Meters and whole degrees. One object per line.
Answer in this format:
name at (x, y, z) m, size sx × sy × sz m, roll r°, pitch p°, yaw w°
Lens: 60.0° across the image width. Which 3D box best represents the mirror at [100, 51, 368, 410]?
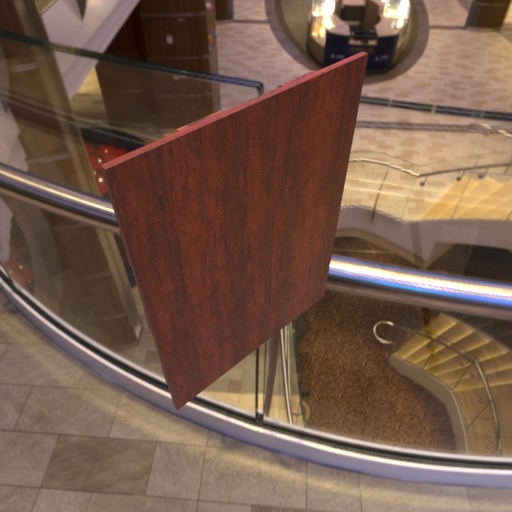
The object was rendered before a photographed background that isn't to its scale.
mirror at (0.000, 0.000, 1.071) m, size 0.600 × 0.805 × 0.021 m, roll -33°, pitch 55°, yaw -27°
